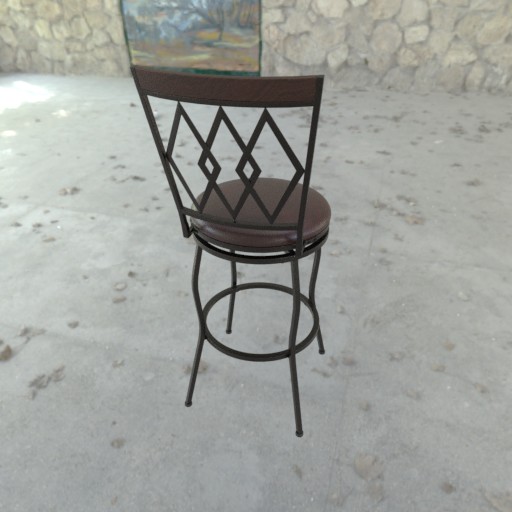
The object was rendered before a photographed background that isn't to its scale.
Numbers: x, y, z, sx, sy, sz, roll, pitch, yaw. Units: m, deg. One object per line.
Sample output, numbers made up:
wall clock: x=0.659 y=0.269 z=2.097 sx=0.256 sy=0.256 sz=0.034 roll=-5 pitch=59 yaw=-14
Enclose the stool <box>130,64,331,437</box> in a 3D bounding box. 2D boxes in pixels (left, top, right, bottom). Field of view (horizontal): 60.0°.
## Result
stool: x=0.000 y=0.000 z=1.365 sx=0.432 sy=1.134 sz=0.521 roll=9 pitch=33 yaw=15
